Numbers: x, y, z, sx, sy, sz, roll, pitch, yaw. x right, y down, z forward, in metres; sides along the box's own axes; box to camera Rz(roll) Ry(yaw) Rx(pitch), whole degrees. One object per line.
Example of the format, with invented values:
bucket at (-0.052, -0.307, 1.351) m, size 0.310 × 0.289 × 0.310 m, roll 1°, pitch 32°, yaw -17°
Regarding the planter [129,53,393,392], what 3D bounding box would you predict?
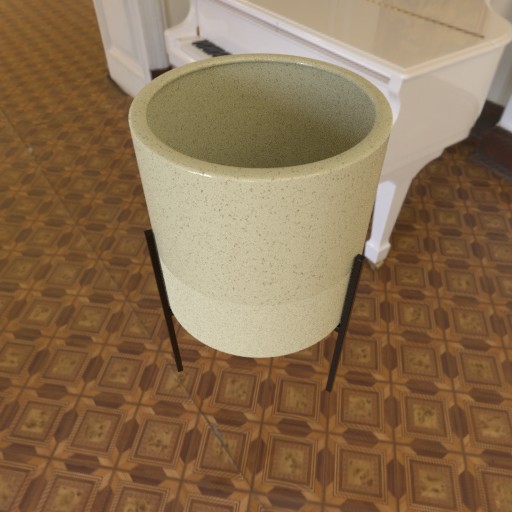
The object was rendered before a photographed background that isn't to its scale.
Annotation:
planter at (0.000, 0.000, 0.535) m, size 0.243 × 0.390 × 0.234 m, roll -17°, pitch 48°, yaw -16°
